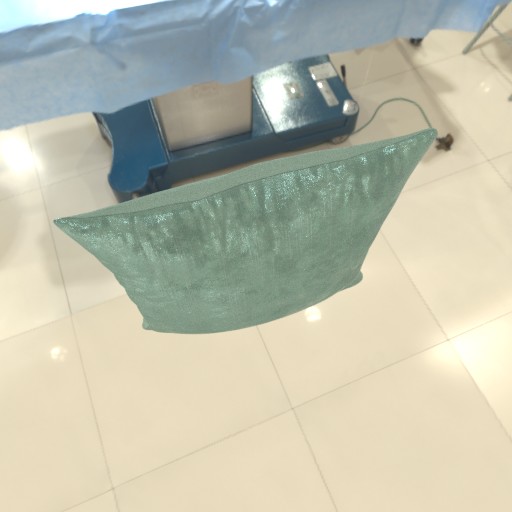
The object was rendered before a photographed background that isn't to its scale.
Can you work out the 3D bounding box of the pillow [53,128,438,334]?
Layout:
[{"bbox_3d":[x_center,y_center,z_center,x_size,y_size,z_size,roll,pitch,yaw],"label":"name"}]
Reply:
[{"bbox_3d":[0.000,0.000,0.721,0.470,0.464,0.175,-14,64,-7],"label":"pillow"}]
